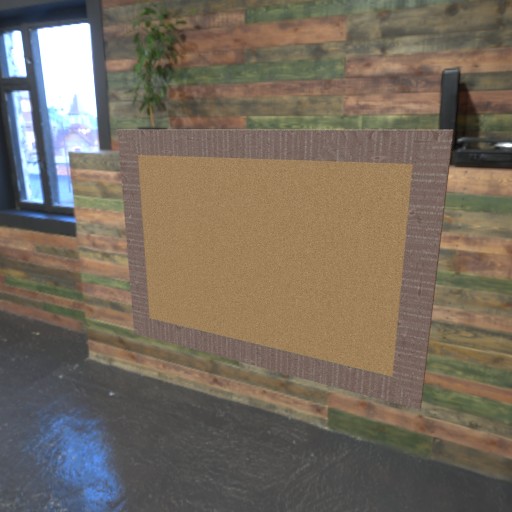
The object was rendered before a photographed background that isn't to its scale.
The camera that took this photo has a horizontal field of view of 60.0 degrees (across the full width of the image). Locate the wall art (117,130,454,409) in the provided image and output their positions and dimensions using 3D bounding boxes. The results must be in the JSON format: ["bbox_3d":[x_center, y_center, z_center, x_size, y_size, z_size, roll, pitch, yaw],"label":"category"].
[{"bbox_3d":[0.000,0.000,1.389,1.056,0.761,0.020,8,18,26],"label":"wall art"}]
